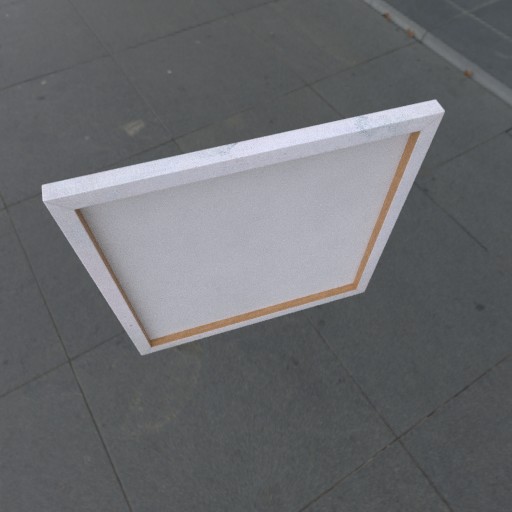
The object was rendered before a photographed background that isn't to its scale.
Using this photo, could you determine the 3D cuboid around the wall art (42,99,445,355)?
[{"bbox_3d":[0.000,0.000,1.136,0.762,0.762,0.038,-15,59,-9],"label":"wall art"}]
